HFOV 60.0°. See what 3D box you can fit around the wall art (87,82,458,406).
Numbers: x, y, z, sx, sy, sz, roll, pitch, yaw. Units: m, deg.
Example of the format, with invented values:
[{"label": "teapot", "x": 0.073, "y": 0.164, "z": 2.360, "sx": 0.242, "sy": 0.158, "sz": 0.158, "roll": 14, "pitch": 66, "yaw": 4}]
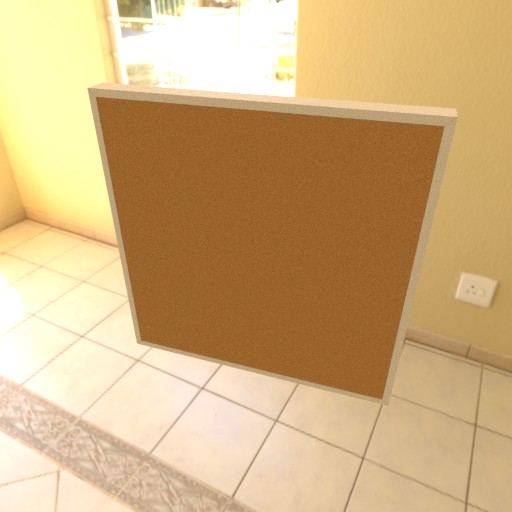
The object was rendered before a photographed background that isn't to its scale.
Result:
[{"label": "wall art", "x": 0.000, "y": 0.000, "z": 0.440, "sx": 0.304, "sy": 0.304, "sz": 0.024, "roll": 10, "pitch": 34, "yaw": 15}]
